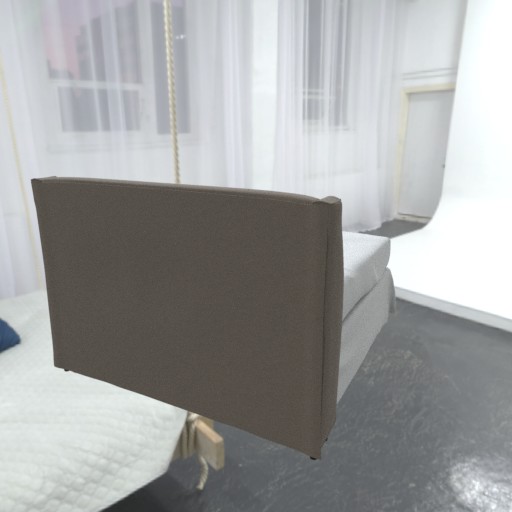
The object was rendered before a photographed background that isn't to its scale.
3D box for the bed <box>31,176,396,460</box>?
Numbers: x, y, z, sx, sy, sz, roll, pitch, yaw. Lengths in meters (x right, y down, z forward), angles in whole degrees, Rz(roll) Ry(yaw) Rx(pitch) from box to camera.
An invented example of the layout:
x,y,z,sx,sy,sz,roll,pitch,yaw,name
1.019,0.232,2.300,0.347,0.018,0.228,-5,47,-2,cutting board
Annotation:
x,y,z,sx,sy,sz,roll,pitch,yaw,name
0.000,0.000,3.373,1.925,1.332,2.276,8,18,27,bed
